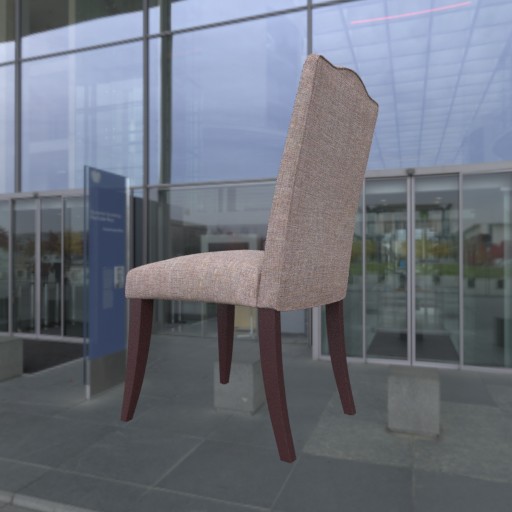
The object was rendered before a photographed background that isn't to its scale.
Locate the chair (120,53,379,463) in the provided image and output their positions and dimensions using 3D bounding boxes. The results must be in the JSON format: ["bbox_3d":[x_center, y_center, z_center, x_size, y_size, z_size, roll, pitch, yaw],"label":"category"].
[{"bbox_3d":[0.000,0.000,1.391,0.660,1.016,0.513,0,0,34],"label":"chair"}]
